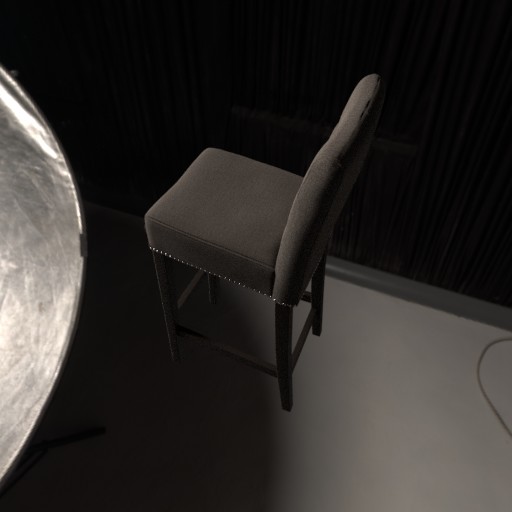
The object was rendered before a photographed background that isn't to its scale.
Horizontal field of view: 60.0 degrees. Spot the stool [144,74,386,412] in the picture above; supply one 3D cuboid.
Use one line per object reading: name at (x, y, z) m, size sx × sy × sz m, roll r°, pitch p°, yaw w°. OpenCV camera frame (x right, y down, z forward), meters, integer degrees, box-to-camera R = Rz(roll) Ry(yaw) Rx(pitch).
stool at (0.000, 0.000, 1.359) m, size 0.548 × 1.047 × 0.411 m, roll 17°, pitch 48°, yaw 16°
